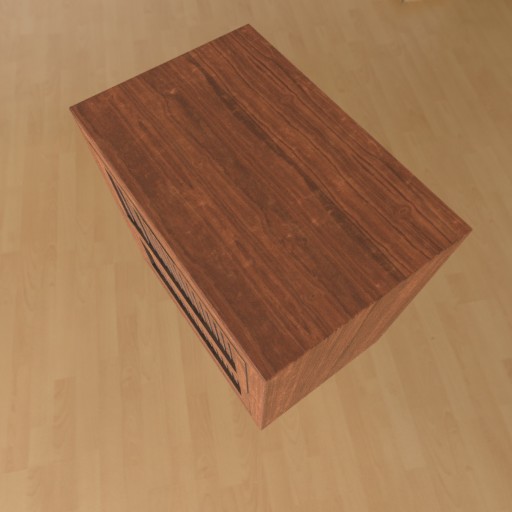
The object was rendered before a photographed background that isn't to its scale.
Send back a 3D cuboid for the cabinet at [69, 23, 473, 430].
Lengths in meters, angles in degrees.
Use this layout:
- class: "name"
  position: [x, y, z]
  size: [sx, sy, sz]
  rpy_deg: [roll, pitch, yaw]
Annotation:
- class: "cabinet"
  position: [0.000, 0.000, 1.059]
  size: [0.410, 0.695, 0.607]
  rpy_deg: [-33, 68, -15]
